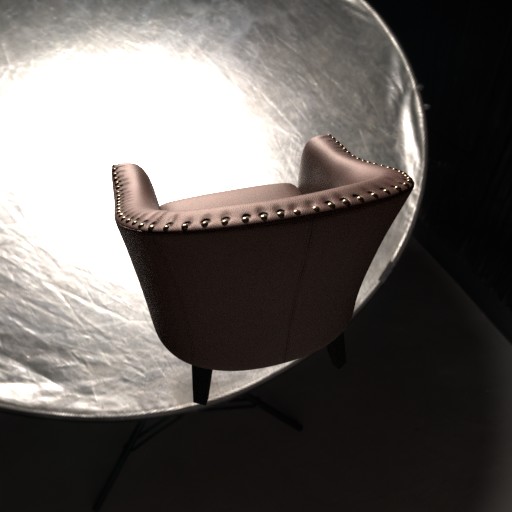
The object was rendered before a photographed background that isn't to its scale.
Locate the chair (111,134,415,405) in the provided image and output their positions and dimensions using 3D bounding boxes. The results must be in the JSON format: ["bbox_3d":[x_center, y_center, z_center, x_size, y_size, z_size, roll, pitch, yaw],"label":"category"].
[{"bbox_3d":[0.000,0.000,1.430,0.794,0.823,0.748,-11,42,-13],"label":"chair"}]
